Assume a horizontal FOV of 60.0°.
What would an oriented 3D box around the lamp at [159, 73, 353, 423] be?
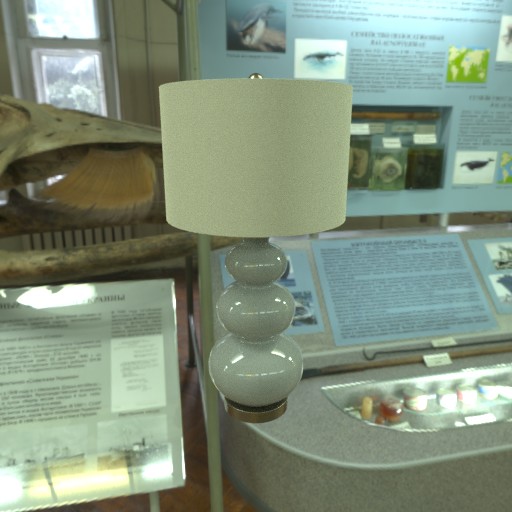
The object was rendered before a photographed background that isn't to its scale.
[{"bbox_3d":[0.000,0.000,0.951,0.367,0.730,0.367,-15,22,-41],"label":"lamp"}]
